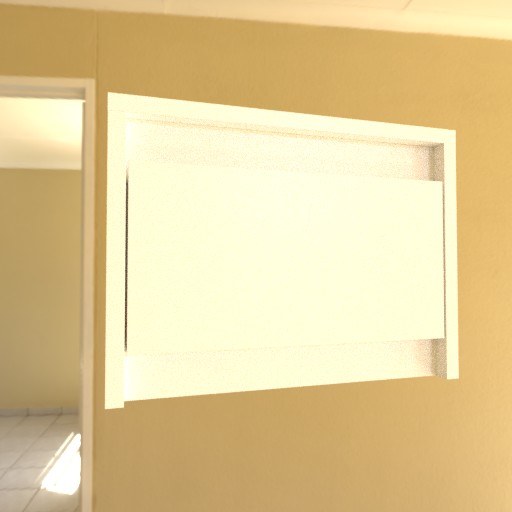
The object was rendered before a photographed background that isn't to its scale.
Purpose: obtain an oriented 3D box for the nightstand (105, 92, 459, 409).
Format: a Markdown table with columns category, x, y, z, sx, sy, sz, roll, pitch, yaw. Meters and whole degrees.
| category | x | y | z | sx | sy | sz | roll | pitch | yaw |
| --- | --- | --- | --- | --- | --- | --- | --- | --- | --- |
| nightstand | 0.000 | 0.000 | 0.753 | 0.470 | 0.351 | 0.408 | 1 | -2 | -17 |
